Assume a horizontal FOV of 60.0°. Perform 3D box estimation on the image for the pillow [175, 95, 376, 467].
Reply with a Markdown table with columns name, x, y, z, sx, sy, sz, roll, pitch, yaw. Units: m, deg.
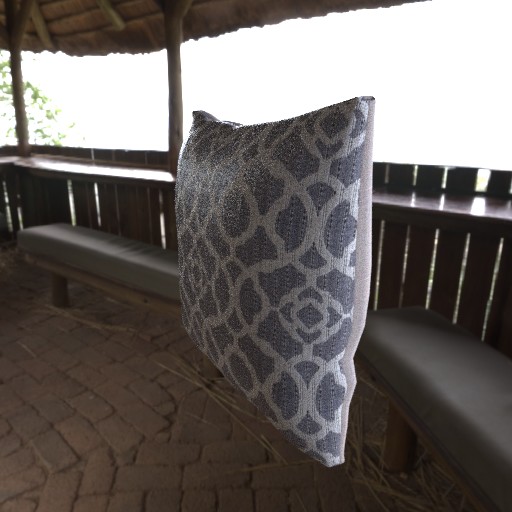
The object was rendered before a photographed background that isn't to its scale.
| name | x | y | z | sx | sy | sz | roll | pitch | yaw |
| --- | --- | --- | --- | --- | --- | --- | --- | --- | --- |
| pillow | 0.000 | 0.000 | 0.767 | 0.215 | 0.498 | 0.508 | -9 | 19 | -28 |
